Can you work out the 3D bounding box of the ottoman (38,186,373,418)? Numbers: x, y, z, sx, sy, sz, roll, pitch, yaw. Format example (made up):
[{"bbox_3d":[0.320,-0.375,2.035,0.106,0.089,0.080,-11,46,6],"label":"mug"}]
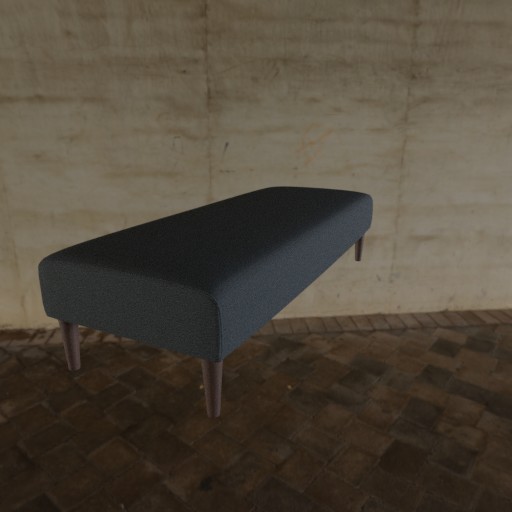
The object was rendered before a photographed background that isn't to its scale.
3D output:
[{"bbox_3d":[0.000,0.000,1.865,0.646,0.393,1.609,8,19,25],"label":"ottoman"}]
